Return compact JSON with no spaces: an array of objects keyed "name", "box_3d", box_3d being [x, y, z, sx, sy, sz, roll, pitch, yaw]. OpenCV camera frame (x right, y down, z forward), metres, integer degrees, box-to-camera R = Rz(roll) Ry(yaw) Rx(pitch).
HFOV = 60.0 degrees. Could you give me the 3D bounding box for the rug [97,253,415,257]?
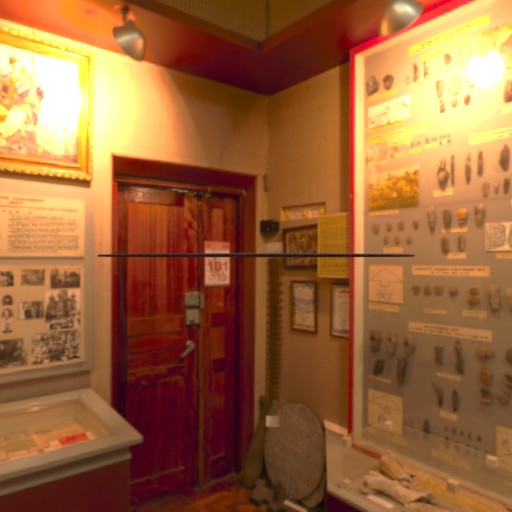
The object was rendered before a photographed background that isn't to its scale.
[{"name":"rug","box_3d":[0.000,0.000,2.357,1.591,0.010,1.591,0,0,0]}]
